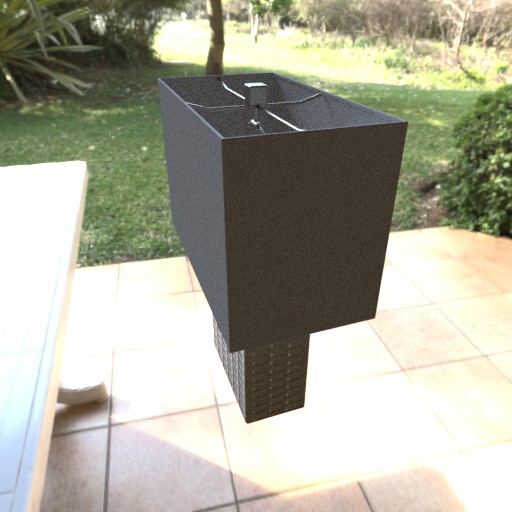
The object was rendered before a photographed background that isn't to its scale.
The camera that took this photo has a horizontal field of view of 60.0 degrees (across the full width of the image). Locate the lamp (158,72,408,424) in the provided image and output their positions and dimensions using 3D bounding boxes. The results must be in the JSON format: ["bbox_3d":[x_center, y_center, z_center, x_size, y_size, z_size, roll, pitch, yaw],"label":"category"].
[{"bbox_3d":[0.000,0.000,0.704,0.200,0.515,0.380,-10,32,-17],"label":"lamp"}]
